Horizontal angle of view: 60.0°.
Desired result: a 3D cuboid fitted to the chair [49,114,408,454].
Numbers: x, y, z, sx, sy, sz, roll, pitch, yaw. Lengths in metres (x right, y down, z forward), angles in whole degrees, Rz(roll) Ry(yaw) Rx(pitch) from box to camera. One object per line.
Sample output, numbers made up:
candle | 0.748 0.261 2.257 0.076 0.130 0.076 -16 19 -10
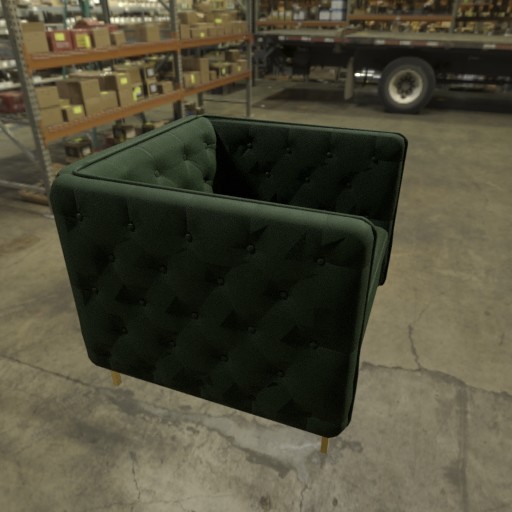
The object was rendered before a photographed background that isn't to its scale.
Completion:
chair | 0.000 0.000 1.538 0.855 0.768 0.917 11 31 18
